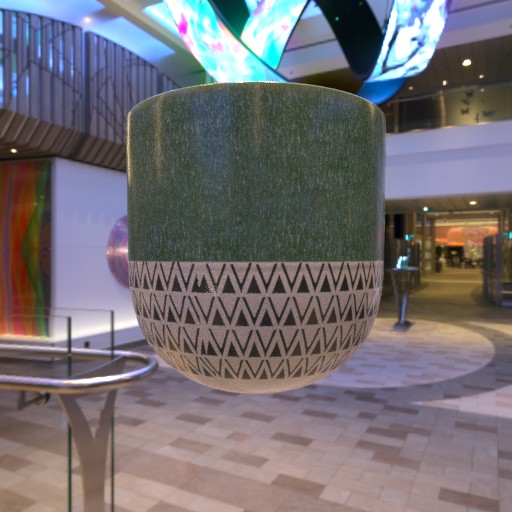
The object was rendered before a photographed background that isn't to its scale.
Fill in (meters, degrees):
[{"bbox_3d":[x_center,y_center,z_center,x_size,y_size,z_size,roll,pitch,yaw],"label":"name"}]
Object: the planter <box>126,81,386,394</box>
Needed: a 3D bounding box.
[{"bbox_3d":[0.000,0.000,0.473,0.266,0.270,0.266,0,0,0],"label":"planter"}]
